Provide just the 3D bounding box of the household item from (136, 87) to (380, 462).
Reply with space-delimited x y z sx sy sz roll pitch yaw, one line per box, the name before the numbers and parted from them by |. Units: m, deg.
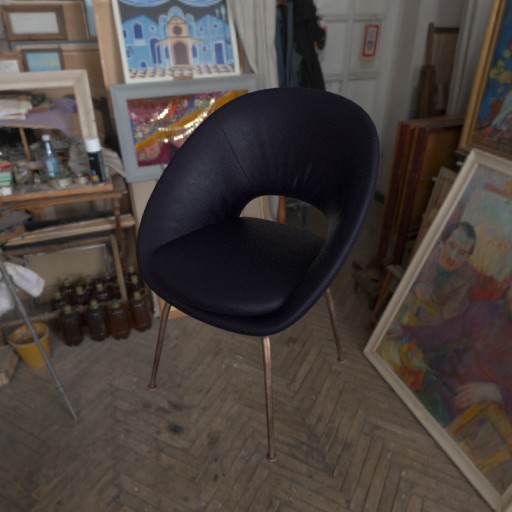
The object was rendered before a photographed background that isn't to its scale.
household item | 0.000 0.000 1.285 0.623 0.852 0.573 18 35 29
